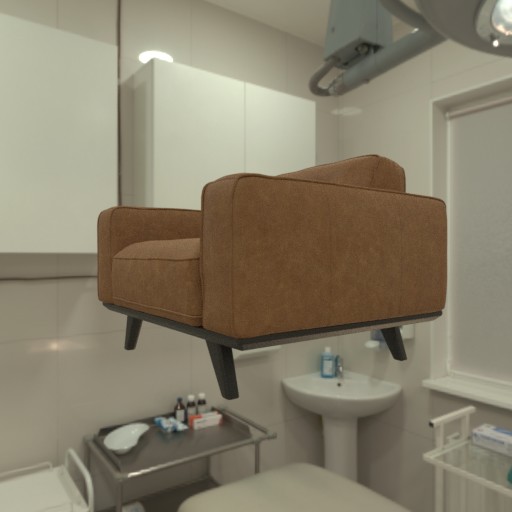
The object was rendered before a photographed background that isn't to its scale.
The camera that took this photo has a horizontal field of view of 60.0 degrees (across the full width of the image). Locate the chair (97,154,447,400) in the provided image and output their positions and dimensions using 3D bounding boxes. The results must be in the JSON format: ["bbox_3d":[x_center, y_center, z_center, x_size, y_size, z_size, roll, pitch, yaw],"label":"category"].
[{"bbox_3d":[0.000,0.000,1.753,0.952,0.782,1.118,0,0,-36],"label":"chair"}]
